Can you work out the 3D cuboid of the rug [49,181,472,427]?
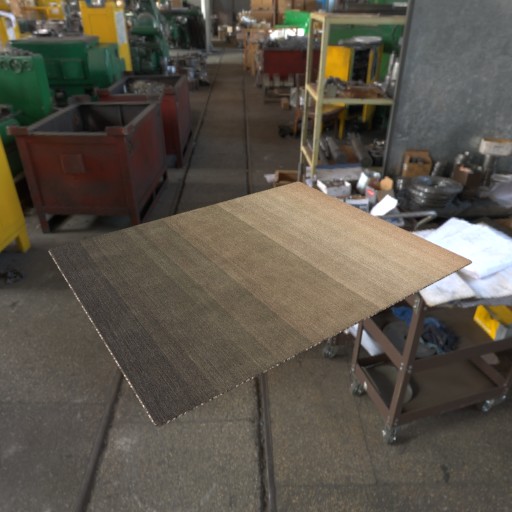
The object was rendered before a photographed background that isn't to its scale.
[{"bbox_3d":[0.000,0.000,3.847,2.902,0.017,2.306,-20,36,-30],"label":"rug"}]
